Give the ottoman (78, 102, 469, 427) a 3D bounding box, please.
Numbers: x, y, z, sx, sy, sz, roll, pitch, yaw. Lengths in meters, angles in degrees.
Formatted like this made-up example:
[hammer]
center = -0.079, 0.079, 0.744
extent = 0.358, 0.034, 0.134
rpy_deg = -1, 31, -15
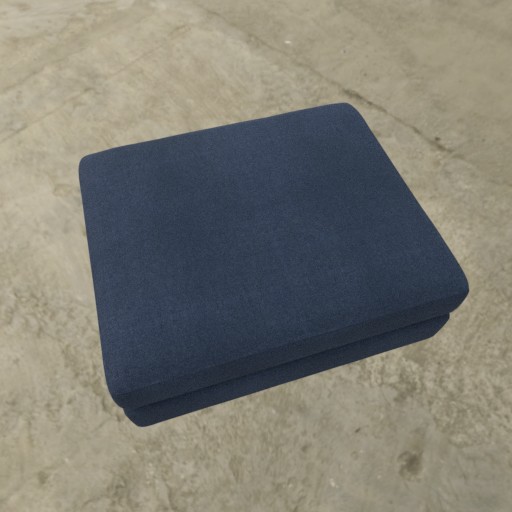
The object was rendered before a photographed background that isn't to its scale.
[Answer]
[ottoman]
center = 0.000, 0.000, 1.241
extent = 0.821, 0.474, 0.693
rpy_deg = -15, 58, -9
